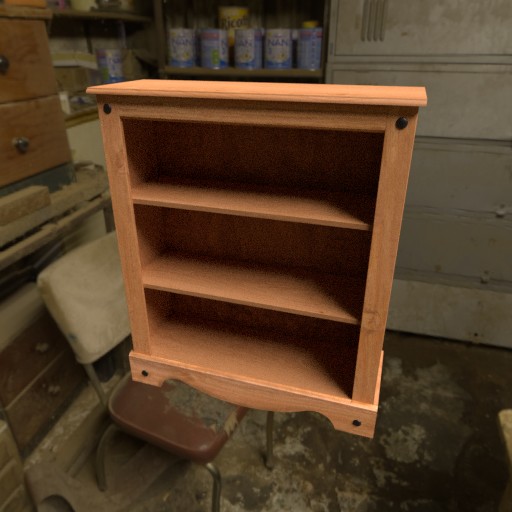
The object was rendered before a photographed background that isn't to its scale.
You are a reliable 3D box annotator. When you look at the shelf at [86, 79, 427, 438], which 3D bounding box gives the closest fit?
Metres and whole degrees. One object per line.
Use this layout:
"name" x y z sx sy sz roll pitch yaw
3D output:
"shelf" 0.000 0.000 1.373 0.840 0.980 0.291 8 27 16
